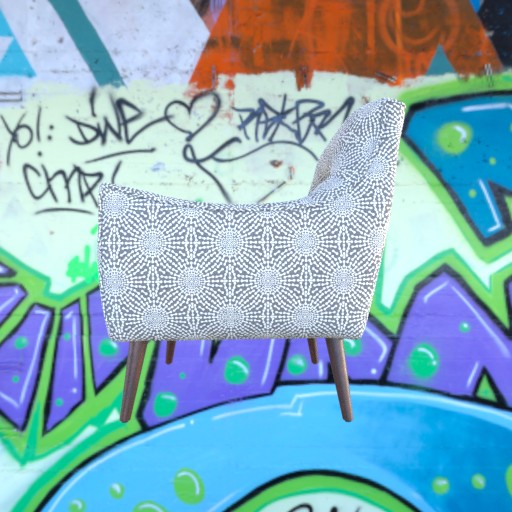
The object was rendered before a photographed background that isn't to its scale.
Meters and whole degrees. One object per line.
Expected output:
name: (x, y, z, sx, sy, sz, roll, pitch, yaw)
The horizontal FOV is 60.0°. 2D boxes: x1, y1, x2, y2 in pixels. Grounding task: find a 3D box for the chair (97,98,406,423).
chair: (0.000, 0.000, 1.419, 0.787, 0.838, 0.762, 0, 0, -1)
